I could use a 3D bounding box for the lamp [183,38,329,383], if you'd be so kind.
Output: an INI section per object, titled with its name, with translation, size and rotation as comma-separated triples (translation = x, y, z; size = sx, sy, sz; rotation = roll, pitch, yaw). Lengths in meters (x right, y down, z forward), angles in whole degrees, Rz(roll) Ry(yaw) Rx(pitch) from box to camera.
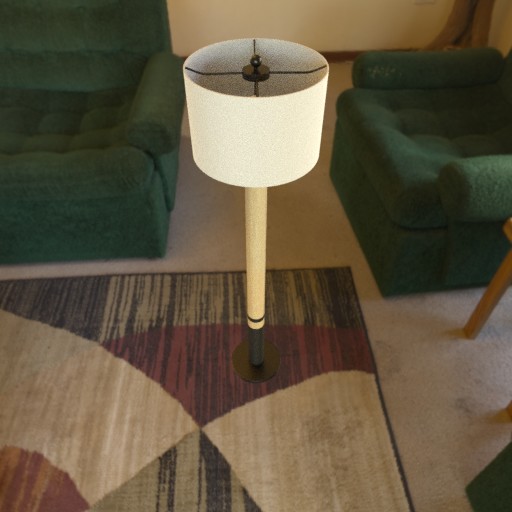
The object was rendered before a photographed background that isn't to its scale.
[lamp]
translation = 0.000, 0.000, 1.672
size = 0.381, 1.478, 0.381
rotation = -16, 47, -15
